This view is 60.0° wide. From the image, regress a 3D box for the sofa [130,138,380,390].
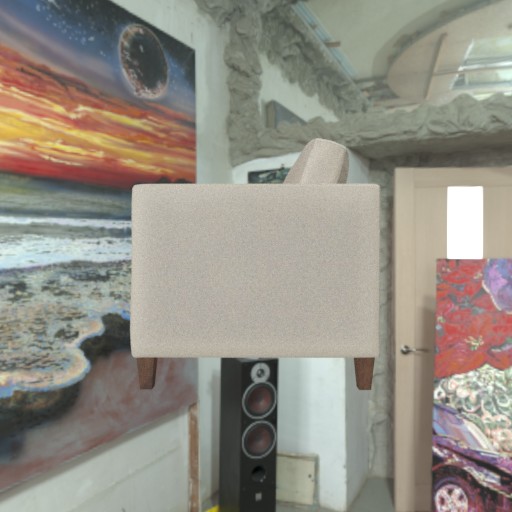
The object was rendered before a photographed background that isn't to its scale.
[{"bbox_3d":[0.000,0.000,2.780,0.951,0.968,2.361,0,1,0],"label":"sofa"}]
